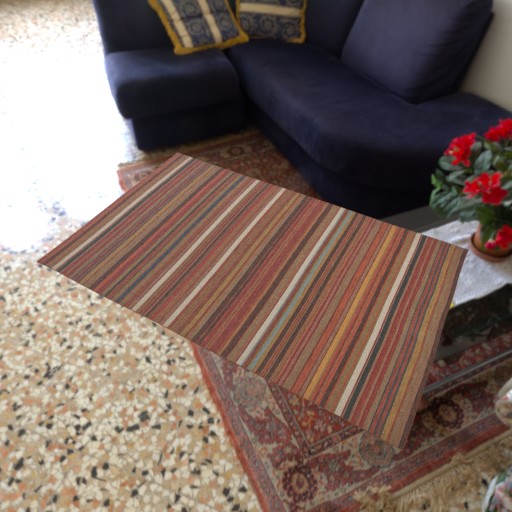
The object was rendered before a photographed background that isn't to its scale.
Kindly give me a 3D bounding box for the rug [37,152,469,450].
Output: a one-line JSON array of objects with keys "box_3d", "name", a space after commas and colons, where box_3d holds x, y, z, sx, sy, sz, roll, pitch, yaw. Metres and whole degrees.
[{"box_3d": [0.000, 0.000, 2.935, 2.438, 0.008, 1.523, 22, 49, 21], "name": "rug"}]
